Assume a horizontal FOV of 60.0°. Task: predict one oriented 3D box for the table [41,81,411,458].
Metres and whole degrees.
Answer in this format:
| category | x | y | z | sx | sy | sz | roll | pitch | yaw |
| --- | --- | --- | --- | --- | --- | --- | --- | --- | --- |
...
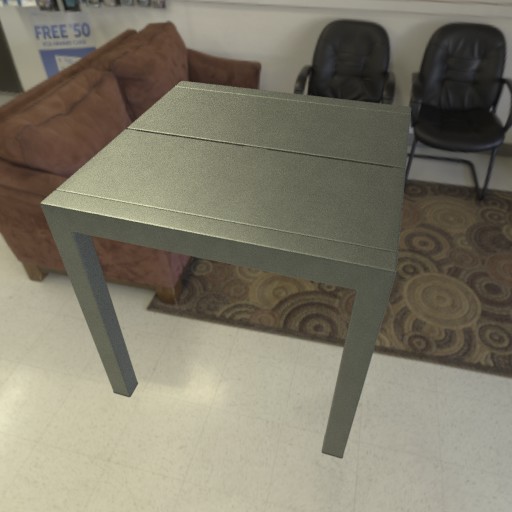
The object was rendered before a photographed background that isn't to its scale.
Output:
| category | x | y | z | sx | sy | sz | roll | pitch | yaw |
| --- | --- | --- | --- | --- | --- | --- | --- | --- | --- |
| table | 0.000 | 0.000 | 0.939 | 0.508 | 0.508 | 0.508 | 11 | 43 | 12 |
